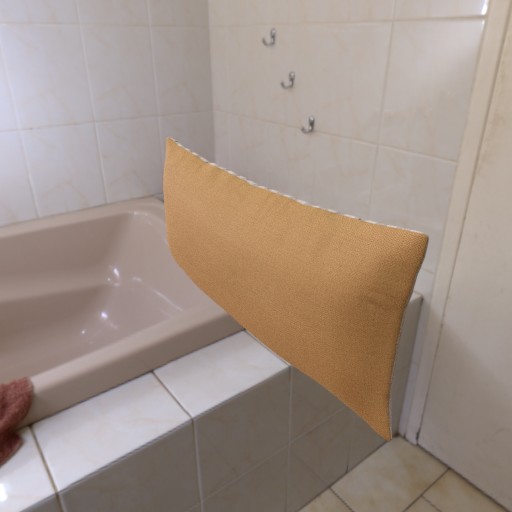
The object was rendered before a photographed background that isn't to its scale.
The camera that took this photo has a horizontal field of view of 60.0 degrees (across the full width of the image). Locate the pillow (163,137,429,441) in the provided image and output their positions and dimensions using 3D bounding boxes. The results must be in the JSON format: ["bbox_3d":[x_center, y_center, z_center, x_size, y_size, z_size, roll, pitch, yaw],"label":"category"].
[{"bbox_3d":[0.000,0.000,0.729,0.151,0.291,0.608,-17,31,-31],"label":"pillow"}]
